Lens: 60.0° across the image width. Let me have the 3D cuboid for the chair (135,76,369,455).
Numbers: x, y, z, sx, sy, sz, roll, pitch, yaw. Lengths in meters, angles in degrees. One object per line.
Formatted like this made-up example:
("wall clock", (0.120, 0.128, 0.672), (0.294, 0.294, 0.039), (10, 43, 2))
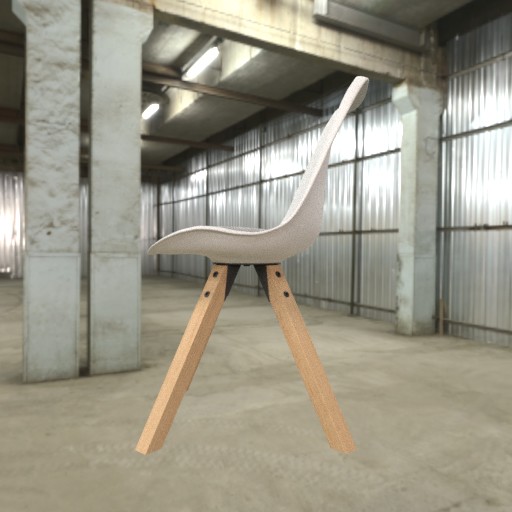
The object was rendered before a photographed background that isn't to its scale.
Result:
("chair", (0.000, 0.000, 1.167), (0.550, 0.850, 0.485), (0, 1, 0))
